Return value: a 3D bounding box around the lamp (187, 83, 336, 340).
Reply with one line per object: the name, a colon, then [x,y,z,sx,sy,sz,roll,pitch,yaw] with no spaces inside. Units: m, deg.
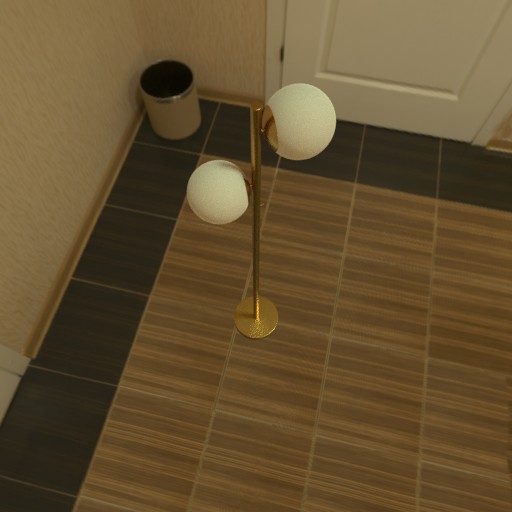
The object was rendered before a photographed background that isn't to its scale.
lamp: [0.000,0.000,1.785,0.419,1.641,0.249,-14,65,-7]
